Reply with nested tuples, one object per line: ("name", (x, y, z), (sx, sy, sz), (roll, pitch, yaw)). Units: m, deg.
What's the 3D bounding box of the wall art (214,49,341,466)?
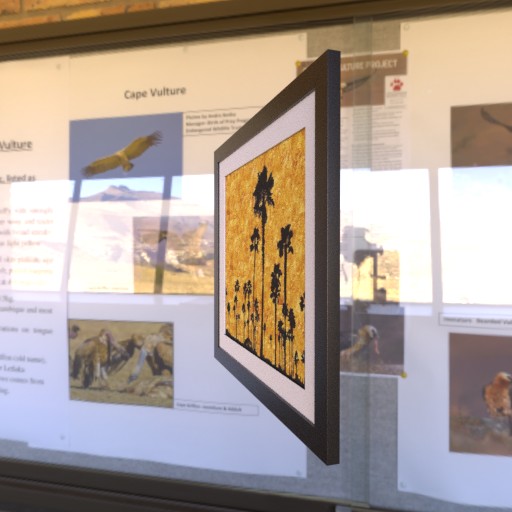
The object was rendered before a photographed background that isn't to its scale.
("wall art", (0.000, 0.000, 0.534), (0.012, 0.332, 0.383), (0, 1, -19))
